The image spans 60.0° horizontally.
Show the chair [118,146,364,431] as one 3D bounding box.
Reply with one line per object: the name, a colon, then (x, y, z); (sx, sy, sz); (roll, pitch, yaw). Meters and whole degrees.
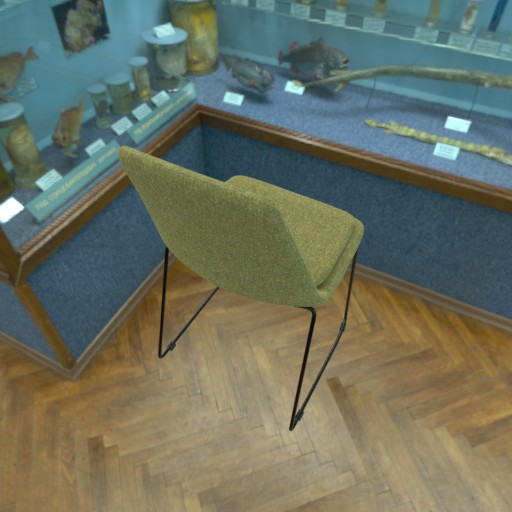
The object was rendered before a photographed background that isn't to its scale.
chair: (0.000, 0.000, 1.146); (0.479, 0.849, 0.496); (23, 52, 20)
